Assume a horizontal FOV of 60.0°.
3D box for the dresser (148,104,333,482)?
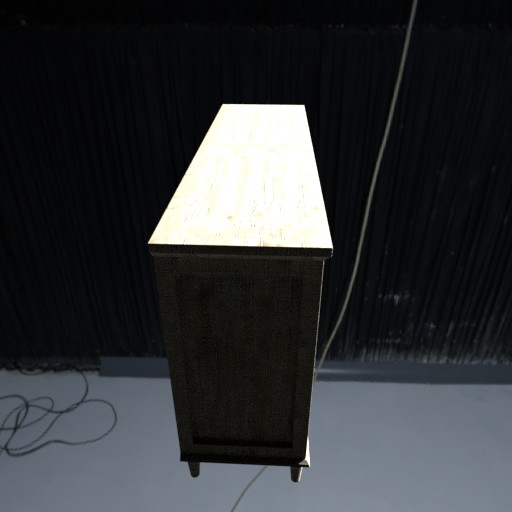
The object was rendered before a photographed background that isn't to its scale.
[{"bbox_3d":[0.000,0.000,2.050,0.457,1.016,1.626,1,31,2],"label":"dresser"}]
